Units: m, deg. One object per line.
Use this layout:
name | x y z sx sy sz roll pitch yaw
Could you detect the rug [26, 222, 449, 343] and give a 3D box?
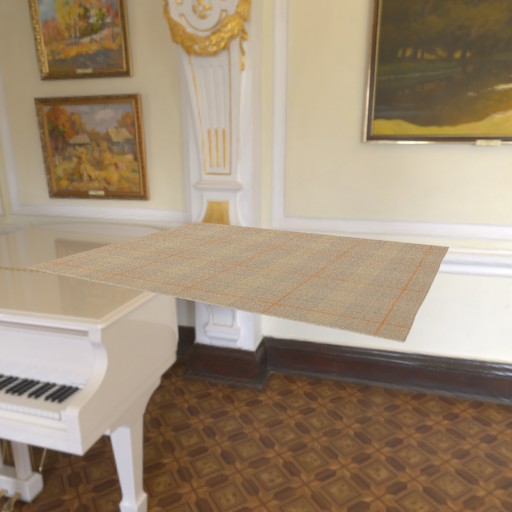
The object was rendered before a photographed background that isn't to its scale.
rug | 0.000 0.000 4.045 3.051 0.021 2.448 8 16 27
